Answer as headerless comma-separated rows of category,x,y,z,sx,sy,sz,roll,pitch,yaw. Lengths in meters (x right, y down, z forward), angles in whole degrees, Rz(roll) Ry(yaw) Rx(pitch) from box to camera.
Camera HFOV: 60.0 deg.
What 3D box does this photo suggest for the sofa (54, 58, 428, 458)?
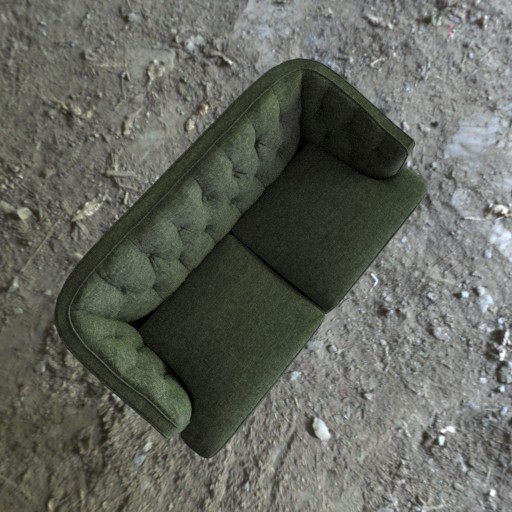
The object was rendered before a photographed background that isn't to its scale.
sofa,0.000,0.000,2.211,0.941,0.855,1.733,39,79,9
